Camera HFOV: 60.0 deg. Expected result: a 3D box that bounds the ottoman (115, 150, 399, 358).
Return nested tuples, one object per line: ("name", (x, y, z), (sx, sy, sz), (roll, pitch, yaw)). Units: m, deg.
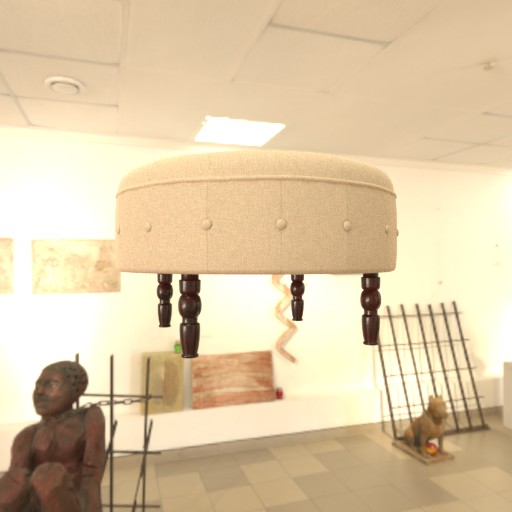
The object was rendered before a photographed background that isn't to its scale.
("ottoman", (0.000, 0.000, 1.398), (0.848, 0.494, 0.848), (0, 0, 0))
